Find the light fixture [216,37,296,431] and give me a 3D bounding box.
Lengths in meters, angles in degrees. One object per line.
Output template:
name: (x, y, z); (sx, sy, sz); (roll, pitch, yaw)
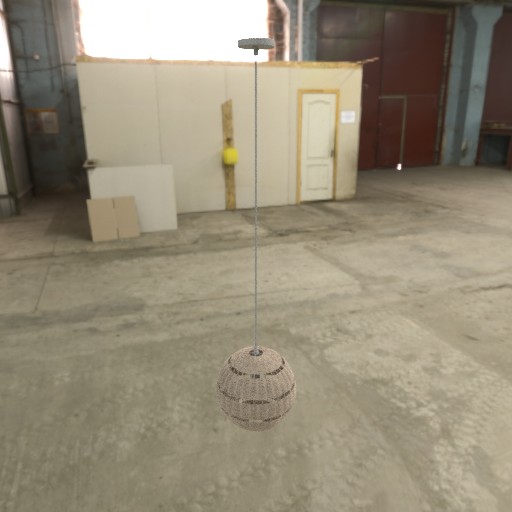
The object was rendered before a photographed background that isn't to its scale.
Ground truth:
light fixture: (0.000, 0.000, 2.284); (0.457, 2.019, 0.457); (3, 18, 9)
